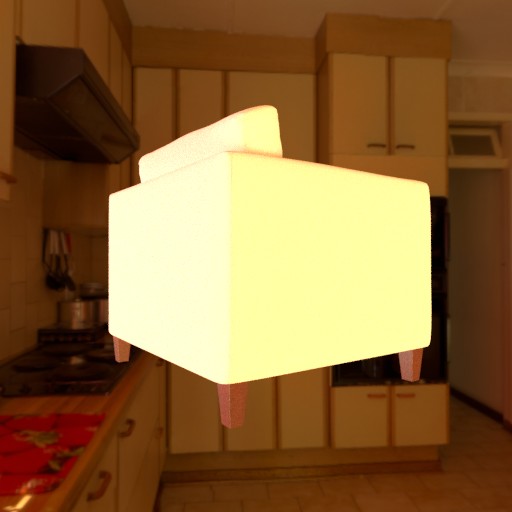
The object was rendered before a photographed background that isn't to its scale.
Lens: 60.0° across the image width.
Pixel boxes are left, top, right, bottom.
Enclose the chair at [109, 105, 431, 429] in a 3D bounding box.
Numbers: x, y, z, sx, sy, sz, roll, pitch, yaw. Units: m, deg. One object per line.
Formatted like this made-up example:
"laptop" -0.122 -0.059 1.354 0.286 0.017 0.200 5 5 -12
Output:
"chair" 0.000 0.000 1.730 0.878 0.885 1.019 0 0 -35
